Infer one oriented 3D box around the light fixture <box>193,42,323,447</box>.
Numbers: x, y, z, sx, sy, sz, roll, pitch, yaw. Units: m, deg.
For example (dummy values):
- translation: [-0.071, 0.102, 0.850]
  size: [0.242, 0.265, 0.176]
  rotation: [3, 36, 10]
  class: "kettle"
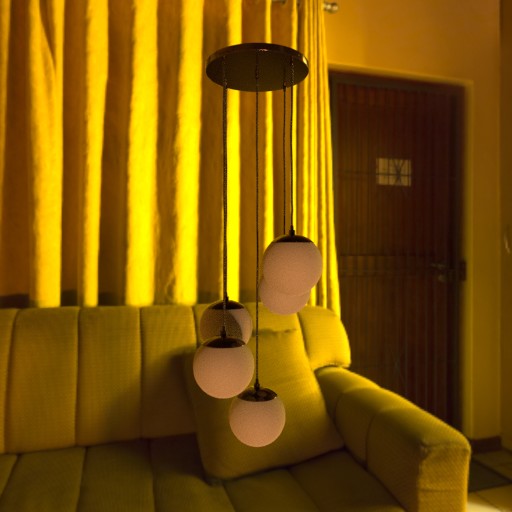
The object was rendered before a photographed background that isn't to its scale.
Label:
- translation: [0.000, 0.000, 1.493]
  size: [0.484, 1.271, 0.489]
  rotation: [0, 0, -37]
  class: "light fixture"
